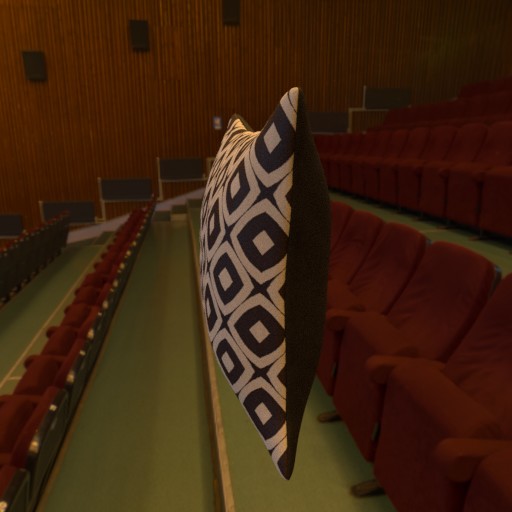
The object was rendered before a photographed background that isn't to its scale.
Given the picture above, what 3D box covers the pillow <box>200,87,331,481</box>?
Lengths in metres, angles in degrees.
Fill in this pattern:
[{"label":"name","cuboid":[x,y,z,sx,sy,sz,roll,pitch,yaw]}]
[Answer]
[{"label":"pillow","cuboid":[0.000,0.000,0.762,0.188,0.494,0.504,-3,15,-10]}]
